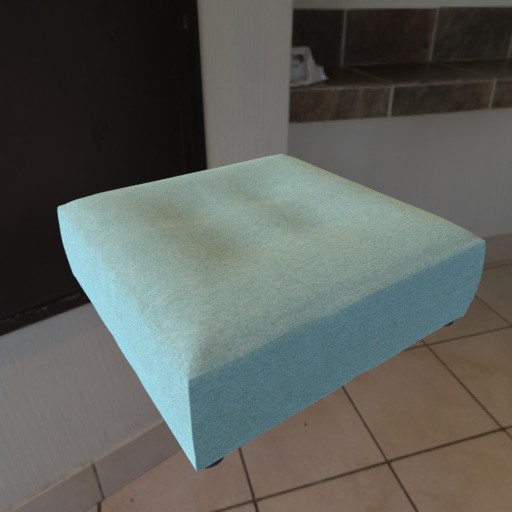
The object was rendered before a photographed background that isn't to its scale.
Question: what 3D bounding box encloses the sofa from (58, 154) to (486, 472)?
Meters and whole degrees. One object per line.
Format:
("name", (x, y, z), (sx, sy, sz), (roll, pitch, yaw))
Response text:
("sofa", (0.000, 0.000, 1.374), (0.930, 0.330, 0.930), (-19, 35, -29))
